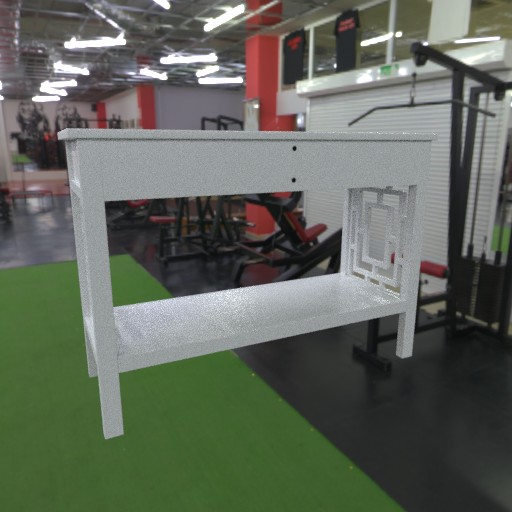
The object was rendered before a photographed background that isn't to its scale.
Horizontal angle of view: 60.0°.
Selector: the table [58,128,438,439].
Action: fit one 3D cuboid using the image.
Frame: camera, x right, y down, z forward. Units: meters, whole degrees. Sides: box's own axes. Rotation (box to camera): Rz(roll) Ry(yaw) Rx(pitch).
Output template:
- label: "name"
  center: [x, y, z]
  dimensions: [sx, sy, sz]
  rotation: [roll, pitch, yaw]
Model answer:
- label: "table"
  center: [0.000, 0.000, 1.411]
  dimensions: [1.068, 0.753, 0.397]
  rotation: [-7, 16, -25]
